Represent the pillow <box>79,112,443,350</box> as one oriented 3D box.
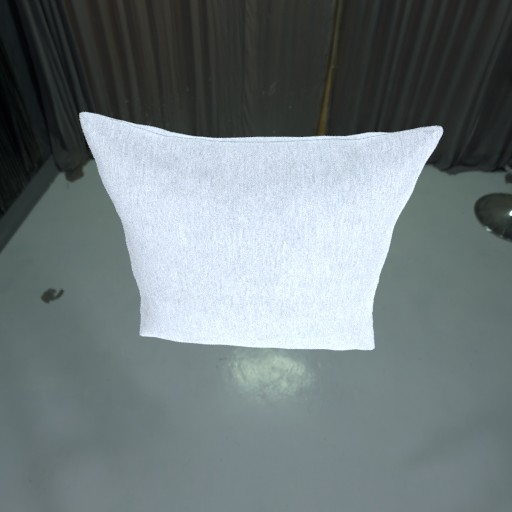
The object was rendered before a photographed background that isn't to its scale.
[{"bbox_3d":[0.000,0.000,0.671,0.433,0.436,0.173,3,45,3],"label":"pillow"}]
